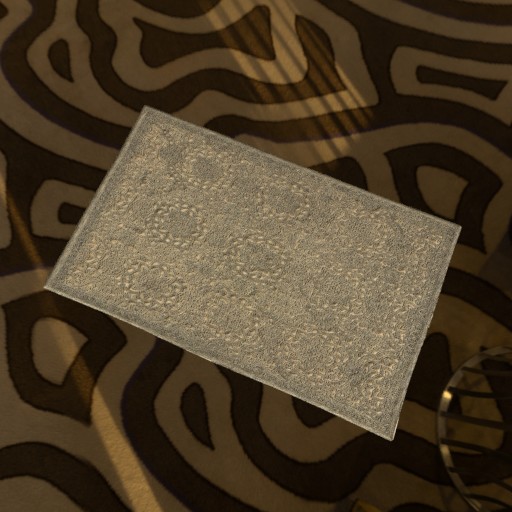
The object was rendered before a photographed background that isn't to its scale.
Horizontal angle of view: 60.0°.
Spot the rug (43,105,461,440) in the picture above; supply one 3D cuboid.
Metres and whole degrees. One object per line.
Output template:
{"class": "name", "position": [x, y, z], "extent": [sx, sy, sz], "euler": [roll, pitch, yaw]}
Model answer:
{"class": "rug", "position": [0.000, 0.000, 3.063], "extent": [2.498, 0.022, 1.535], "euler": [22, 76, 6]}
